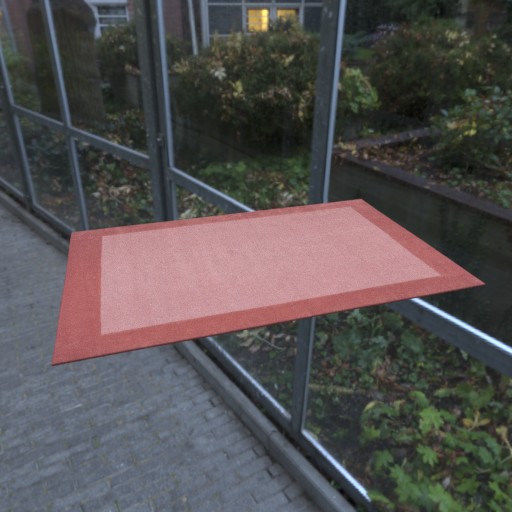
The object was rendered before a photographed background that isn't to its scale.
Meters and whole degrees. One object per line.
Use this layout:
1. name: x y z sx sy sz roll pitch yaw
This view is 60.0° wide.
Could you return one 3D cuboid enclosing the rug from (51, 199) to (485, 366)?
1. rug: 0.000 0.000 3.004 2.438 0.014 1.524 -8 29 -15
